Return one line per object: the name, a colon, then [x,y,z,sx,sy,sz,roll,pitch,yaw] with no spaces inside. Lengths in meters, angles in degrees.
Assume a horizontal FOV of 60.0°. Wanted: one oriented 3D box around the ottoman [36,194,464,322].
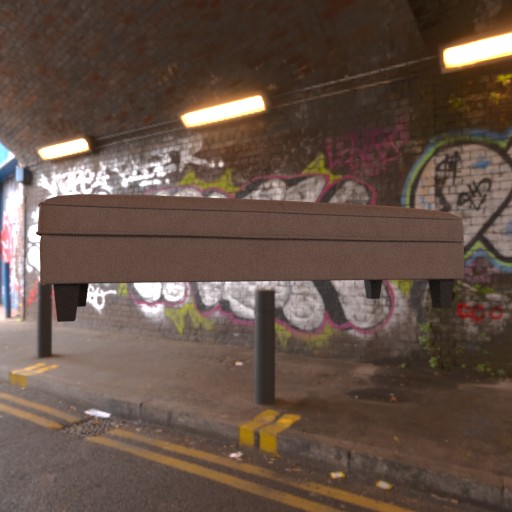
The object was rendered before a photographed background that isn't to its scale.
ottoman: [0.000,0.000,2.059,1.764,0.470,0.751,0,-1,-17]
